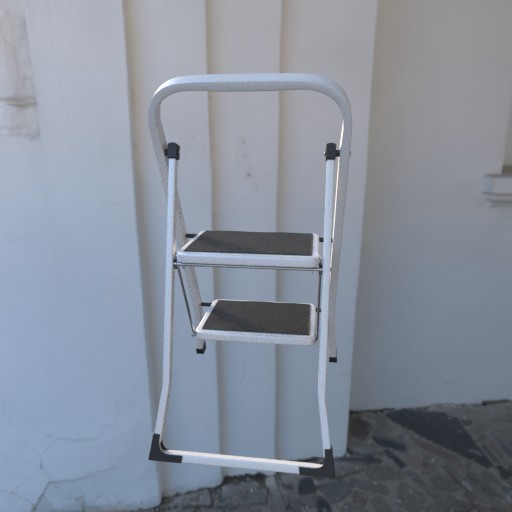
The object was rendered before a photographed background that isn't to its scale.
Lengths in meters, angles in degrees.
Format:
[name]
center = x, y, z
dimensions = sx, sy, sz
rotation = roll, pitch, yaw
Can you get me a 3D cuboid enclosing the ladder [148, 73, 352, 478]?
[ladder]
center = 0.000, 0.000, 1.102
dimensions = 0.460, 0.810, 0.544
rotation = 2, 16, 7
